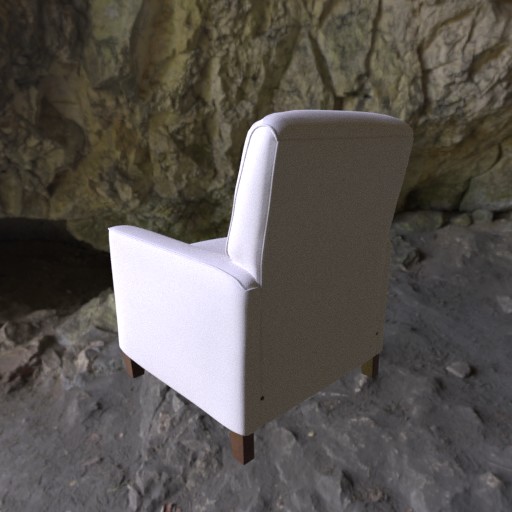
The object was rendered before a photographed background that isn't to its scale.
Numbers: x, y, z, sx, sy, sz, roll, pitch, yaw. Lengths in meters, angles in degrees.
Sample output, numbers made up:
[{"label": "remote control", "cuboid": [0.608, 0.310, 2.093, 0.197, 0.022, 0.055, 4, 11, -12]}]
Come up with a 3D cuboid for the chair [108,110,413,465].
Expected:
[{"label": "chair", "cuboid": [0.000, 0.000, 1.678, 0.841, 1.028, 0.858, -15, 22, -42]}]
